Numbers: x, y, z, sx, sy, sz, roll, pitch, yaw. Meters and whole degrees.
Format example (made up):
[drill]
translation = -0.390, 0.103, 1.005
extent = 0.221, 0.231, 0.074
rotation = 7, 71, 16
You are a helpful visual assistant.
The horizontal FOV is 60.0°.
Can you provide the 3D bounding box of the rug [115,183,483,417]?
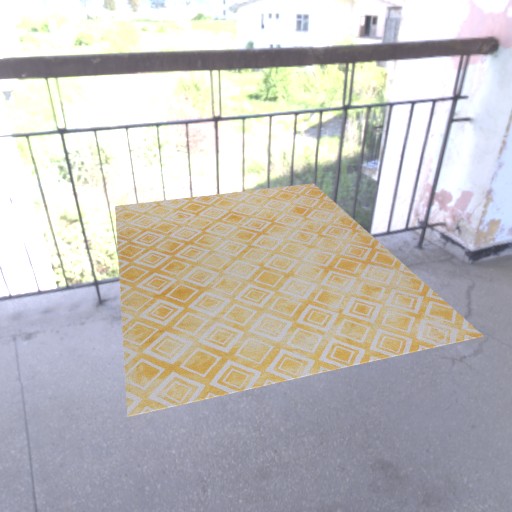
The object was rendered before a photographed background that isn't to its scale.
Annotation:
[rug]
translation = 0.000, 0.000, 4.070
extent = 2.433, 0.011, 3.037
rotation = -9, 32, -14
